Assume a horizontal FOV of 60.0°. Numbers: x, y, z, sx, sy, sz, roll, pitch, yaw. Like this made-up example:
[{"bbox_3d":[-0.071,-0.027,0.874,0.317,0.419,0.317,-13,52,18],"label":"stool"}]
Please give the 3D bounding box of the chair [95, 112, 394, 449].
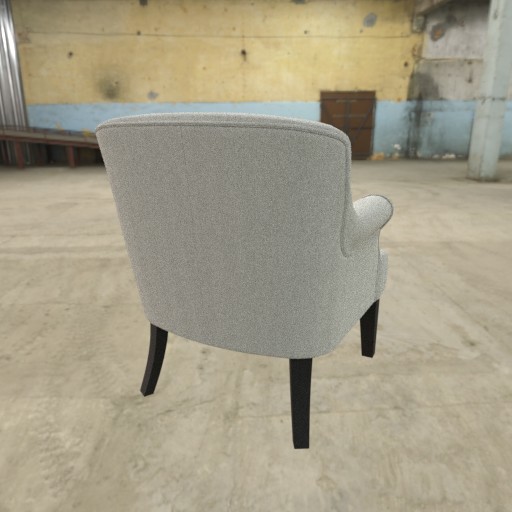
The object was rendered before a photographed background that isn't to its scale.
[{"bbox_3d":[0.000,0.000,1.436,0.781,0.875,0.750,9,19,26],"label":"chair"}]
